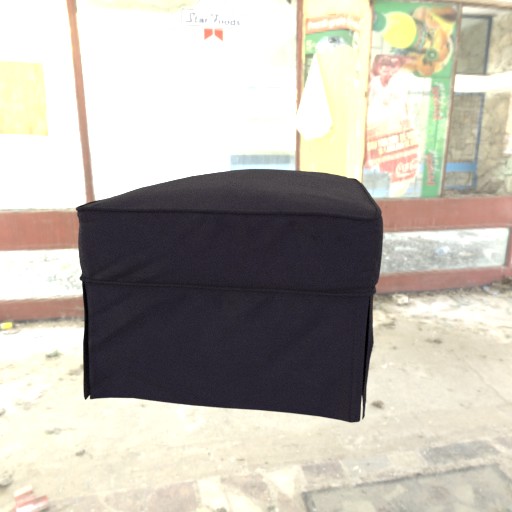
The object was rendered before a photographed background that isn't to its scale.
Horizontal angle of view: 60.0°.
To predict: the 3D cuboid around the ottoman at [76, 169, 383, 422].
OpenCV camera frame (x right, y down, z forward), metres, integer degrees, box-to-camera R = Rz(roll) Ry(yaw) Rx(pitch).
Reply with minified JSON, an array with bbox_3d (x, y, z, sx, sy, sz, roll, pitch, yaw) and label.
[{"bbox_3d":[0.000,0.000,1.333,0.637,0.503,0.938,2,14,9],"label":"ottoman"}]
